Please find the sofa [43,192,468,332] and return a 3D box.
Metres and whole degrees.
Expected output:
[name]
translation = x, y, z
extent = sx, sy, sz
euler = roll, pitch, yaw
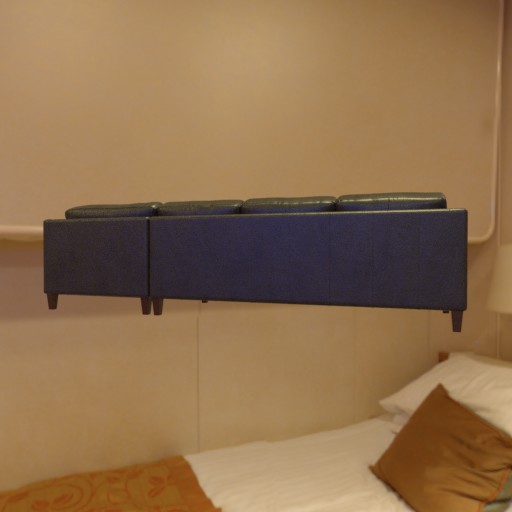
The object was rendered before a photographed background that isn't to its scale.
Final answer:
[sofa]
translation = 0.000, 0.000, 3.894
extent = 3.203, 0.883, 1.581
euler = 0, 1, 19
